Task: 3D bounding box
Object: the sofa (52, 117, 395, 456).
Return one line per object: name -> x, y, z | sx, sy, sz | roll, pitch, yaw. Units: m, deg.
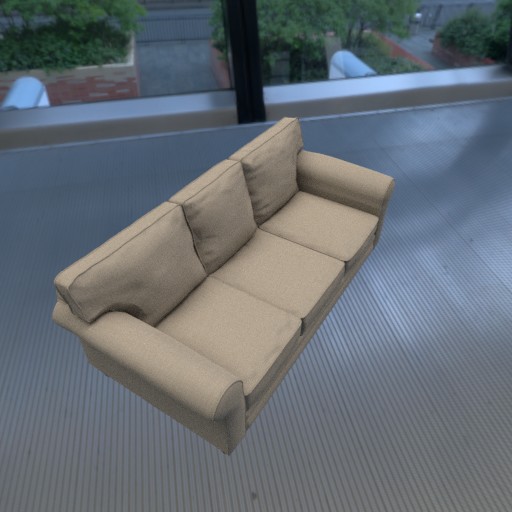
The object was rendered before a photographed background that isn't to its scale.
sofa -> 0.000, 0.000, 2.678 | 0.998, 0.889, 2.118 | 23, 45, 24
